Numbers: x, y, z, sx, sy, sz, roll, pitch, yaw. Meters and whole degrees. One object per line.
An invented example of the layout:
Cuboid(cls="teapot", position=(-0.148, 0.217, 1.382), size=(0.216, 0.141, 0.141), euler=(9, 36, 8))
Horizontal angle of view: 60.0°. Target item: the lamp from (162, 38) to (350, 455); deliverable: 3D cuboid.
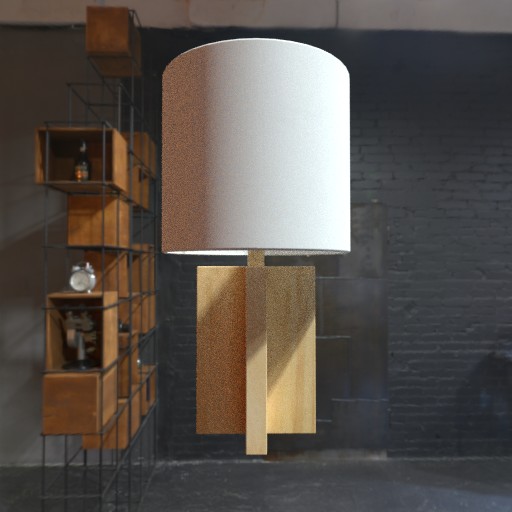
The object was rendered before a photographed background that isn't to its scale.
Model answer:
Cuboid(cls="lamp", position=(0.000, 0.000, 0.549), size=(0.229, 0.428, 0.229), euler=(0, -1, 0))
